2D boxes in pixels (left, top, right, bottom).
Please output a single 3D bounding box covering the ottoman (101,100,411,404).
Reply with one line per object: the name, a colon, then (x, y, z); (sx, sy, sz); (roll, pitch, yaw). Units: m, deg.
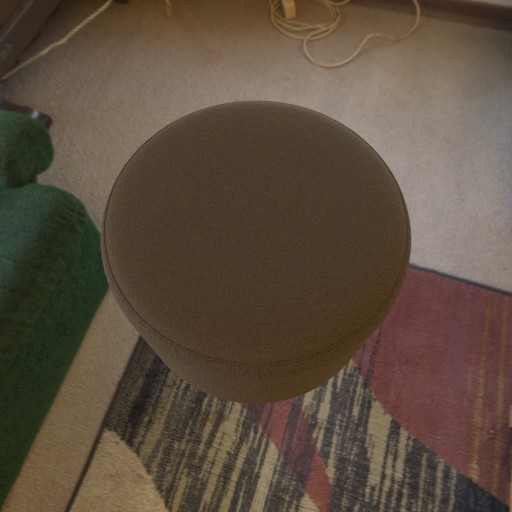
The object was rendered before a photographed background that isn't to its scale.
ottoman: (0.000, 0.000, 1.014); (0.608, 0.433, 0.608); (0, 64, 0)
